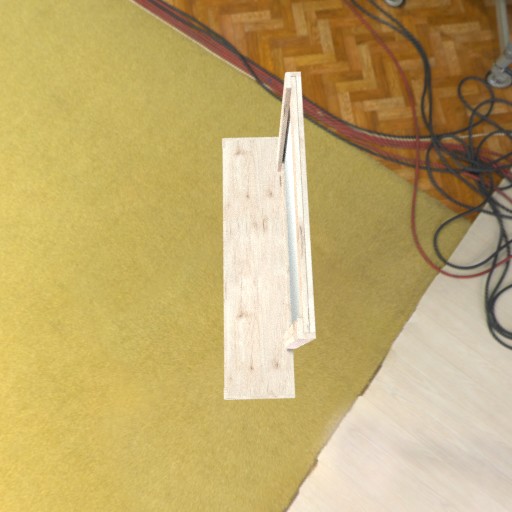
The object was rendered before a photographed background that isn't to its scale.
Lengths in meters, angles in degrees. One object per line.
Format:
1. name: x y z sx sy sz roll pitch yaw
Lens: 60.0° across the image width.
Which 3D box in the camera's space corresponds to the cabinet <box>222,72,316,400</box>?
1. cabinet: 0.000 0.000 2.752 0.420 1.981 1.700 -1 76 0
